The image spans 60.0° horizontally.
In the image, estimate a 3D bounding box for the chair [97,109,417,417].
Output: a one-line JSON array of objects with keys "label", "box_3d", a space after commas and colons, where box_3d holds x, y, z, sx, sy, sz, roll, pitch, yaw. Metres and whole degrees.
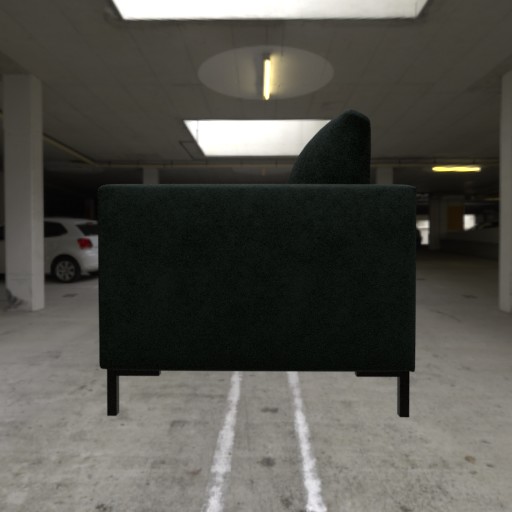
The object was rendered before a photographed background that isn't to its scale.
[{"label": "chair", "box_3d": [0.000, 0.000, 1.630, 0.866, 0.861, 0.963, 0, 1, 1]}]
